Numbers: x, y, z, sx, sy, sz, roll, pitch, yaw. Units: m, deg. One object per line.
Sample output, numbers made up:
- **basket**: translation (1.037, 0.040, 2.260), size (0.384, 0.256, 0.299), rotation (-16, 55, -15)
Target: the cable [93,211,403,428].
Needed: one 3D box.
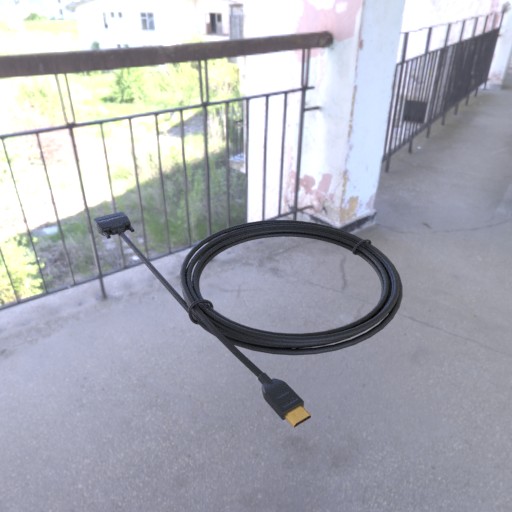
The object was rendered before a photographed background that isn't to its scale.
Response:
- **cable**: translation (0.000, 0.000, 0.516), size (0.257, 0.030, 0.422), rotation (-19, 36, -29)
